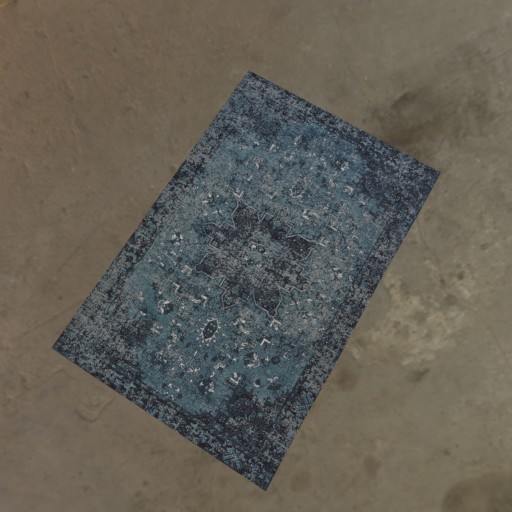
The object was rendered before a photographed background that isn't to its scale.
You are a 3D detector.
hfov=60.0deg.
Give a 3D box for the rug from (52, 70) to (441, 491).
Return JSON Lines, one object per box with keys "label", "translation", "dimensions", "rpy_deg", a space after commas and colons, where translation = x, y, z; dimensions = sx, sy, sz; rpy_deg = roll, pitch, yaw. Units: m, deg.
{"label": "rug", "translation": [0.000, 0.000, 2.270], "dimensions": [1.219, 0.005, 1.828], "rpy_deg": [31, 78, 7]}
